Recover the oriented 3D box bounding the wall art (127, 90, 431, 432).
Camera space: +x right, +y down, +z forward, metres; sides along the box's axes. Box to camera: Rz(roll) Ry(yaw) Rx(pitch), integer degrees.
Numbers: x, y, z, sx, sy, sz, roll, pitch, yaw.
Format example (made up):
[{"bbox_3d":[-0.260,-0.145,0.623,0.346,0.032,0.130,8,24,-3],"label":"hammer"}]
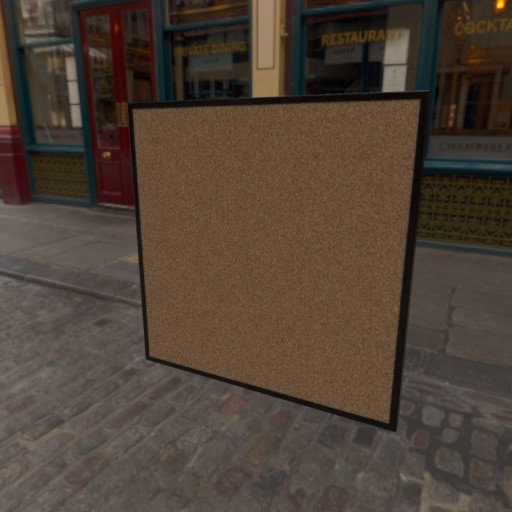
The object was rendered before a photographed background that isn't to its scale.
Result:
[{"bbox_3d":[0.000,0.000,0.518,0.349,0.349,0.014,8,17,26],"label":"wall art"}]
